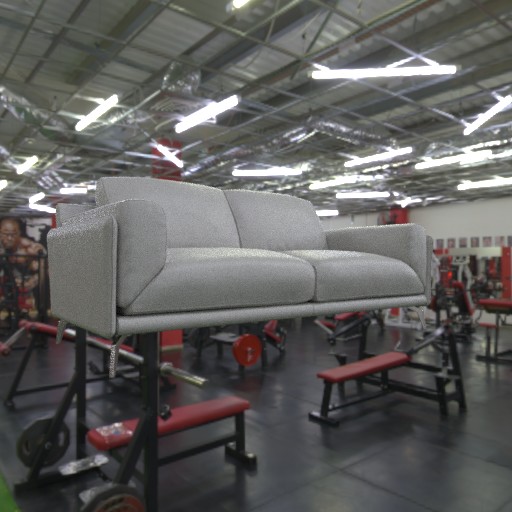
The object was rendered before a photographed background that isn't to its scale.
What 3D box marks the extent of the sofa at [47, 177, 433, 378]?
[{"bbox_3d":[0.000,0.000,2.625,2.101,0.930,1.049,1,-1,-37],"label":"sofa"}]
